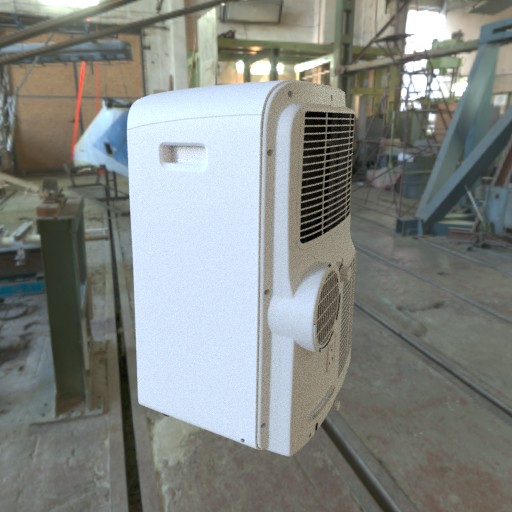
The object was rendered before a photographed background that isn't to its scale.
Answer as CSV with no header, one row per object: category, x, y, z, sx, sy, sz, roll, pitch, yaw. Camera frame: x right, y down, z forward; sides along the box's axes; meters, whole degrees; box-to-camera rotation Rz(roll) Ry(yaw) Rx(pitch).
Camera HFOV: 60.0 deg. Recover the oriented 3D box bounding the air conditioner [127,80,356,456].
air conditioner,0.000,0.000,1.078,0.467,0.765,0.478,8,19,25
